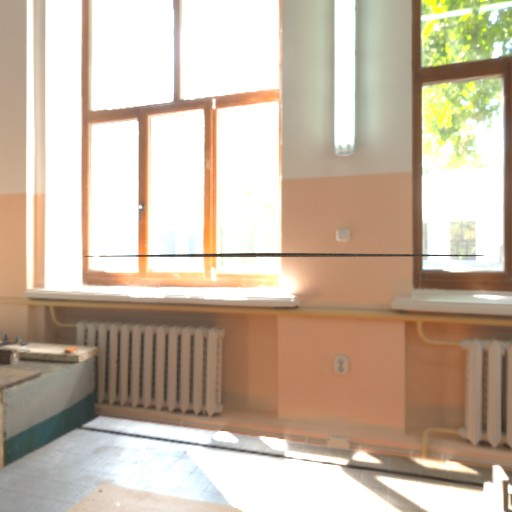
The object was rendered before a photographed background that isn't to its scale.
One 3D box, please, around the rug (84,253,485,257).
[{"bbox_3d":[0.000,0.000,4.330,2.337,0.013,3.291,0,0,-37],"label":"rug"}]
